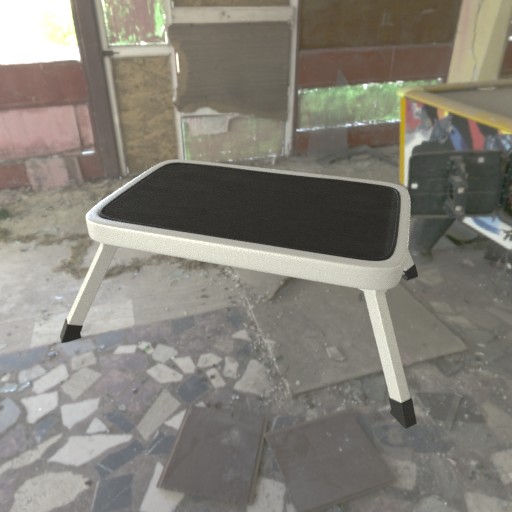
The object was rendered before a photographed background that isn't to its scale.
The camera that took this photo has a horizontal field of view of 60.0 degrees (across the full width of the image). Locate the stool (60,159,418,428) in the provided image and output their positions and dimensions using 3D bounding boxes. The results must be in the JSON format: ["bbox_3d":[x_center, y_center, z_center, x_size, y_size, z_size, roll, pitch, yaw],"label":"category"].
[{"bbox_3d":[0.000,0.000,0.618,0.460,0.170,0.320,9,33,15],"label":"stool"}]
